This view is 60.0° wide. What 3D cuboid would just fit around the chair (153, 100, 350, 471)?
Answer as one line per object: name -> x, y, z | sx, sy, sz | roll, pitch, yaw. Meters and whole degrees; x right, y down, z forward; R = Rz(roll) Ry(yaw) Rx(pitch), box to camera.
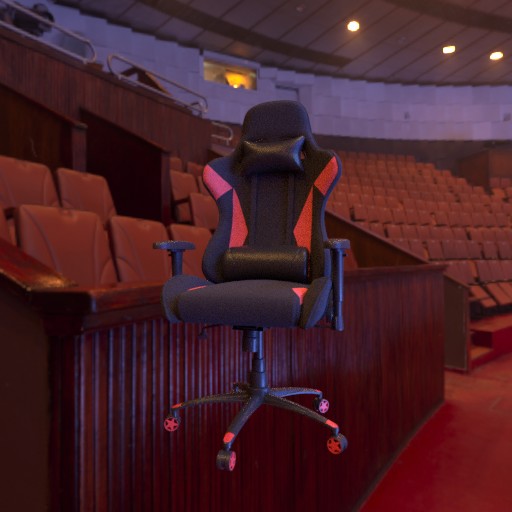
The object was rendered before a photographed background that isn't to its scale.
chair -> 0.000, 0.000, 1.665 | 0.695, 1.326, 0.658 | 0, 0, 18
